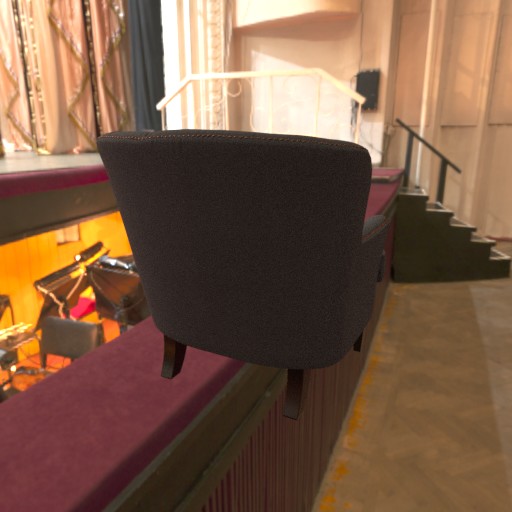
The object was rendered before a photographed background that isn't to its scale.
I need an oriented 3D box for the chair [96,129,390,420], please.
[{"bbox_3d":[0.000,0.000,1.565,0.848,0.868,0.906,9,18,27],"label":"chair"}]
